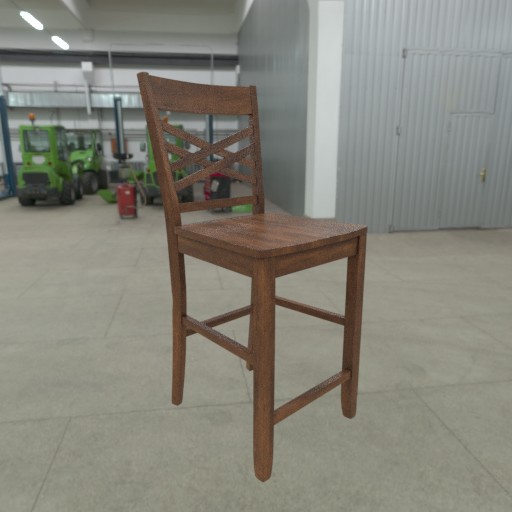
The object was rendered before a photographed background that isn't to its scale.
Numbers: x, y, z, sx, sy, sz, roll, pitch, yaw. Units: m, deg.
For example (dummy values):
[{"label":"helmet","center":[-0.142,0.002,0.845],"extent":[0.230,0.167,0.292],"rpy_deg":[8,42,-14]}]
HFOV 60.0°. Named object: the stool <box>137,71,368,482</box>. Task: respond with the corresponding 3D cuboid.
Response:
[{"label":"stool","center":[0.000,0.000,1.382],"extent":[0.462,1.079,0.539],"rpy_deg":[-13,19,-42]}]
